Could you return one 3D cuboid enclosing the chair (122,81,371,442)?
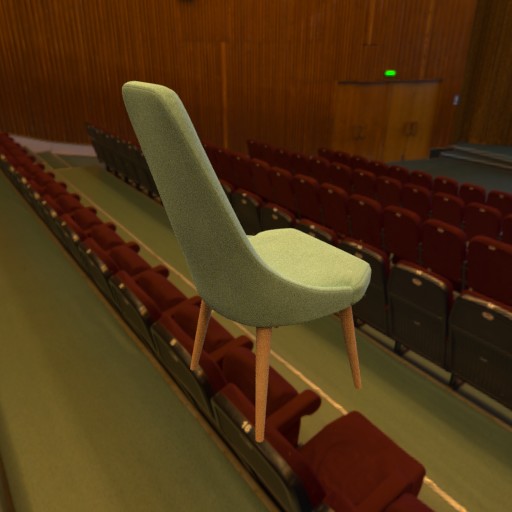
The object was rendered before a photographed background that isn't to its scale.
[{"bbox_3d":[0.000,0.000,1.386,0.660,1.040,0.510,-18,31,-33],"label":"chair"}]
